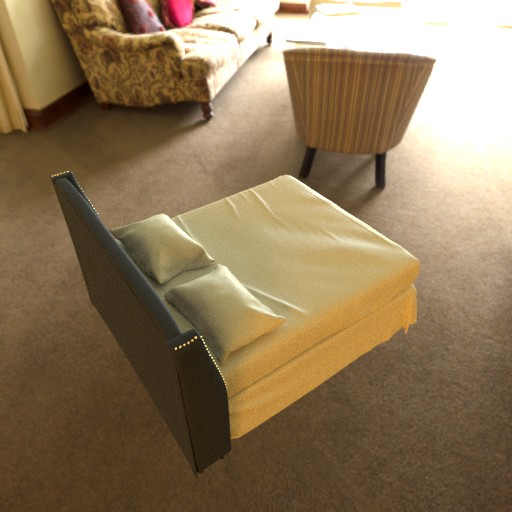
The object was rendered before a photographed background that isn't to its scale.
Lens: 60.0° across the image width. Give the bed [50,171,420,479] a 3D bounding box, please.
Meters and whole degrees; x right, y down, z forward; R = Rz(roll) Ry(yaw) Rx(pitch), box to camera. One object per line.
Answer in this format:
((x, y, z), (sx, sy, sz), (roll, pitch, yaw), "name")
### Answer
((0.000, 0.000, 3.464), (2.276, 1.332, 1.925), (-25, 46, -26), "bed")
